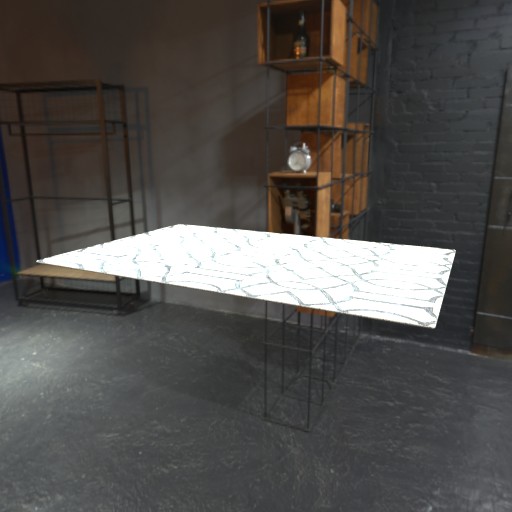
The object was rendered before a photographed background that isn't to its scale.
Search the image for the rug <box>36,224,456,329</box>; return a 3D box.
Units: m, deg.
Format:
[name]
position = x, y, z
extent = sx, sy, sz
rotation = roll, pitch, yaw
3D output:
[rug]
position = 0.000, 0.000, 2.954
extent = 2.365, 0.017, 1.521
rotation = 7, 15, 26
